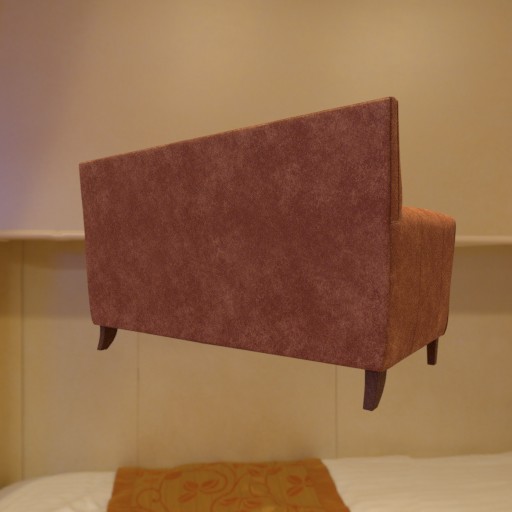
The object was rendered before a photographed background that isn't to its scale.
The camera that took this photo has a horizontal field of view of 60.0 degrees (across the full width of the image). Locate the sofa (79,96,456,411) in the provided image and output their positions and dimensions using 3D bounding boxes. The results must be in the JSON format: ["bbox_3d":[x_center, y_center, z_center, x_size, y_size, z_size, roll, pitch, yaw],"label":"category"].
[{"bbox_3d":[0.000,0.000,1.923,1.473,0.871,0.787,0,1,37],"label":"sofa"}]
